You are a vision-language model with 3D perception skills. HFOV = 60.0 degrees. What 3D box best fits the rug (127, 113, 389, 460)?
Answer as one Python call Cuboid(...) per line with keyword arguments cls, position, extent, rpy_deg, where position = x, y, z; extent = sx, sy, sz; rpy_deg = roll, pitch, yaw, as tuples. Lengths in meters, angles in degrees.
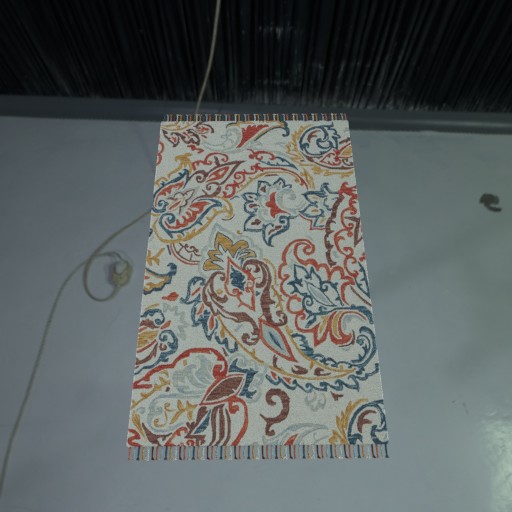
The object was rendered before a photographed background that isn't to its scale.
Cuboid(cls="rug", position=(0.000, 0.000, 3.098), extent=(1.523, 0.010, 2.584), rpy_deg=(0, 65, 0))
